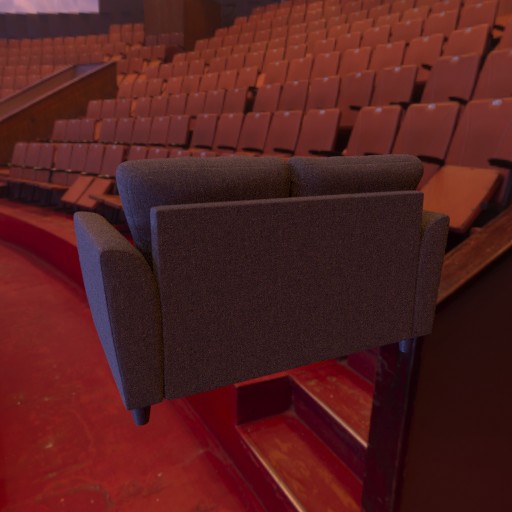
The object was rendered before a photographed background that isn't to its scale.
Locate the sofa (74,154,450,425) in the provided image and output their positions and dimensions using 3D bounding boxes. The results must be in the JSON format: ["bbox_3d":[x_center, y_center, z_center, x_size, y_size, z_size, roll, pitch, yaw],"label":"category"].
[{"bbox_3d":[0.000,0.000,1.971,1.423,0.885,0.851,-7,16,-26],"label":"sofa"}]
